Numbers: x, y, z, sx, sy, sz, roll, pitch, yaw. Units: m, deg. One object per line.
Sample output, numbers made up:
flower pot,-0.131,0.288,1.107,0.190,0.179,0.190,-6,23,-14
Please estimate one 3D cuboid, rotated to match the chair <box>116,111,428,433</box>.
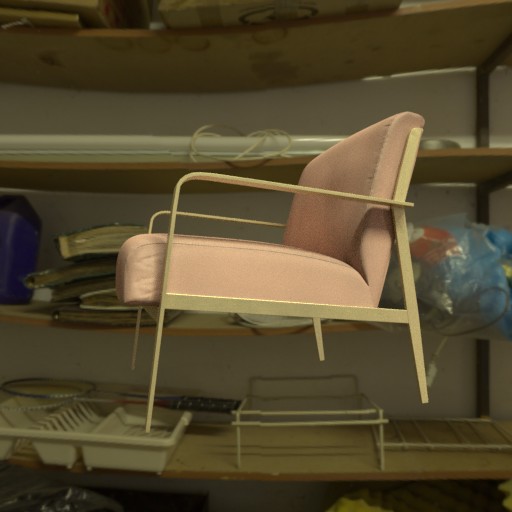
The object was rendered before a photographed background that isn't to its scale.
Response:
chair,0.000,0.000,1.414,0.848,0.823,0.701,1,-2,-18
